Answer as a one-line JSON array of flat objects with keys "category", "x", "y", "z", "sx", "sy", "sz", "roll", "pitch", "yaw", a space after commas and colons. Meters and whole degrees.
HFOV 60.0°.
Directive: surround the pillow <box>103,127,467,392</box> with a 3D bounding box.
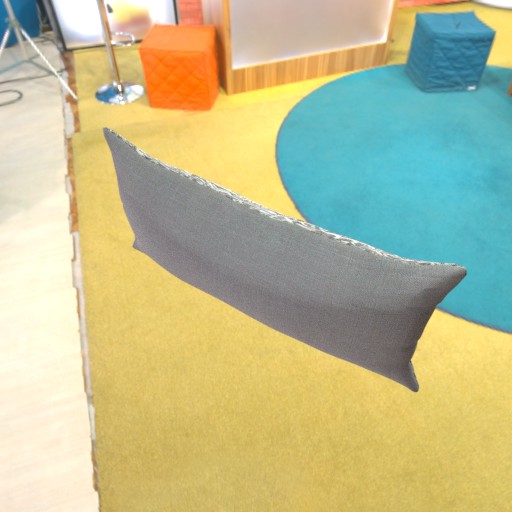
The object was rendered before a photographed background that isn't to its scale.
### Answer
[{"category": "pillow", "x": 0.000, "y": 0.000, "z": 0.742, "sx": 0.631, "sy": 0.290, "sz": 0.148, "roll": 25, "pitch": 51, "yaw": 22}]
